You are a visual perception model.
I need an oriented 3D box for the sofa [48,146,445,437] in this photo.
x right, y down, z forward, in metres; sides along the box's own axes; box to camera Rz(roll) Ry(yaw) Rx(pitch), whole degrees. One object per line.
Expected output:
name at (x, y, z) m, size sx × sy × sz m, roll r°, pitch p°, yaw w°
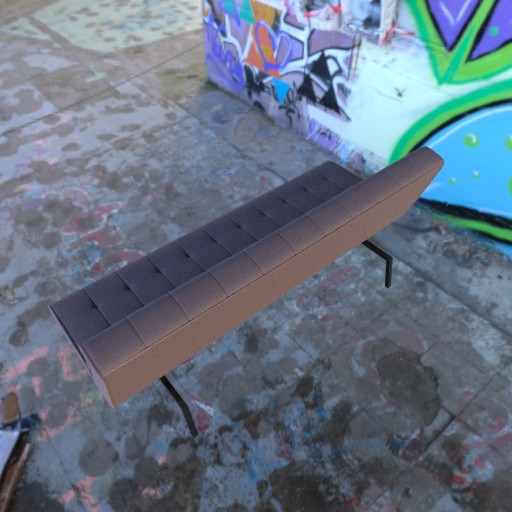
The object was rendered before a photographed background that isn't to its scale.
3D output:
sofa at (0.000, 0.000, 2.042) m, size 1.703 × 0.699 × 0.747 m, roll -31°, pitch 53°, yaw -26°
